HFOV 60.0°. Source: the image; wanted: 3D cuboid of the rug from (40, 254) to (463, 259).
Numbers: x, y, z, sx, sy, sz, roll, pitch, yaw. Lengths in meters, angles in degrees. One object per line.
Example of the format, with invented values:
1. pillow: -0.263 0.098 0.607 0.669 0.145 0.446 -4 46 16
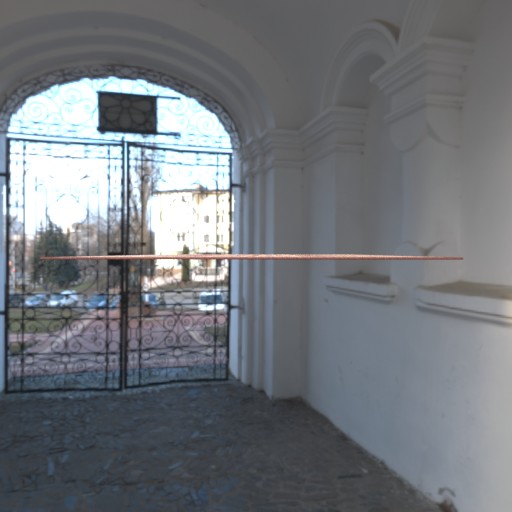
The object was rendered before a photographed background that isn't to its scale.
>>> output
1. rug: 0.000 0.000 4.089 2.381 0.013 3.197 0 0 1
